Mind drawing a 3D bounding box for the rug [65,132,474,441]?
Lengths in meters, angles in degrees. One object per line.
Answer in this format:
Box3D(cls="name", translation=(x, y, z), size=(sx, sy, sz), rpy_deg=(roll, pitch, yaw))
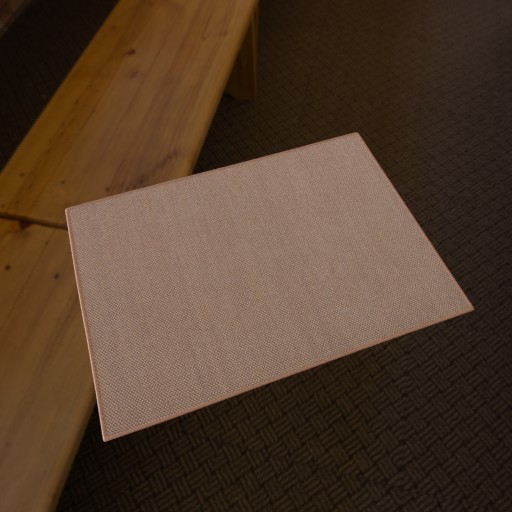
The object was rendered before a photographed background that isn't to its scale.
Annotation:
Box3D(cls="rug", translation=(0.000, 0.000, 2.733), size=(2.134, 0.013, 1.524), rpy_deg=(-17, 60, -10))
